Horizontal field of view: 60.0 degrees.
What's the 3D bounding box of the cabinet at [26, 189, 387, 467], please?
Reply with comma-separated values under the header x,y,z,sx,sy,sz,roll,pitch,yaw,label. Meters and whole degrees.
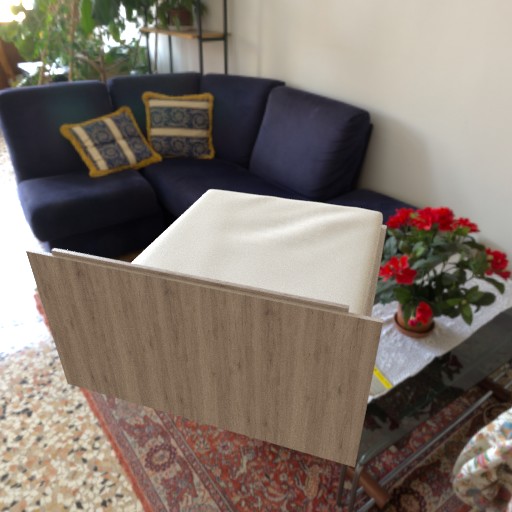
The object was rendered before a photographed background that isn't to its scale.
x,y,z,sx,sy,sz,roll,pitch,yaw,label
0.000,0.000,3.077,1.750,0.970,2.080,10,33,16,cabinet
